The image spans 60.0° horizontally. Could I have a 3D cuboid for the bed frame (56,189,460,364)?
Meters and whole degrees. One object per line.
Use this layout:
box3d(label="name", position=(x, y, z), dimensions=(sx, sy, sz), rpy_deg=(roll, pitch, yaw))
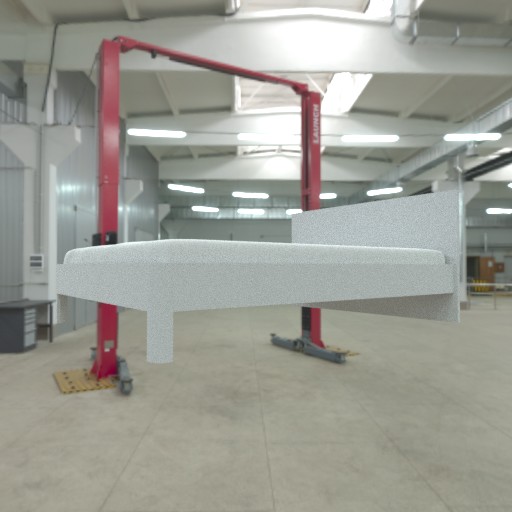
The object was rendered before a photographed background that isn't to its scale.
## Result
box3d(label="bed frame", position=(0.000, 0.000, 2.683), dimensions=(1.950, 0.800, 1.490), rpy_deg=(1, -2, -37))
